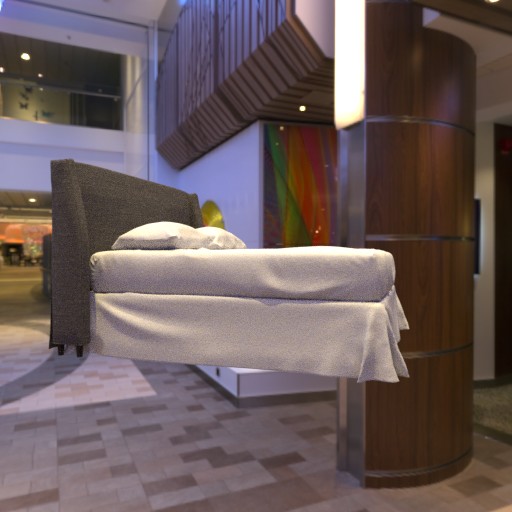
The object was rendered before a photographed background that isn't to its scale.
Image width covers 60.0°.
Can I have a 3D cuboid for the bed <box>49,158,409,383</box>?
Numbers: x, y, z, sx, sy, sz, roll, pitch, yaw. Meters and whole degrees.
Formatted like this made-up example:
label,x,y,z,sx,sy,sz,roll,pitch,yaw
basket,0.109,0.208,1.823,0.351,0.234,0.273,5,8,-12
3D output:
label,x,y,z,sx,sy,sz,roll,pitch,yaw
bed,0.000,0.000,3.474,2.276,1.332,1.925,0,0,19
